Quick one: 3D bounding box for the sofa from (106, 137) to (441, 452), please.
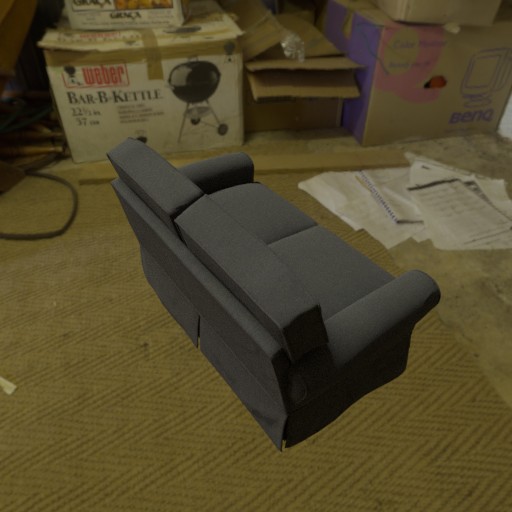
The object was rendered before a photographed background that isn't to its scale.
[{"bbox_3d":[0.000,0.000,2.512,0.997,1.059,1.801,-25,46,-27],"label":"sofa"}]
